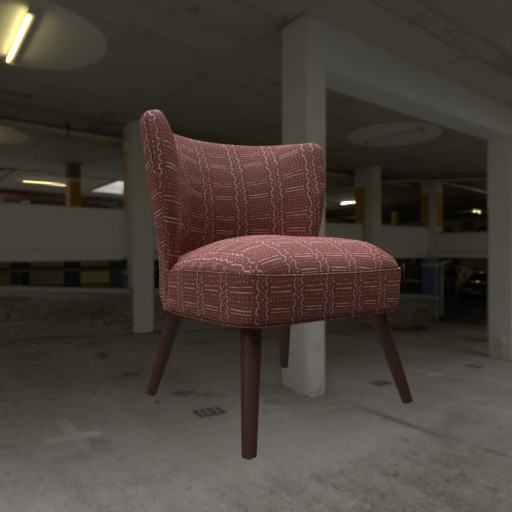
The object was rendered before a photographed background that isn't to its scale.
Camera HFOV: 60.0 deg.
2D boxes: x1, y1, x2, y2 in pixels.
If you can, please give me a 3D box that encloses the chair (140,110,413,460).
[{"bbox_3d":[0.000,0.000,1.414,0.706,0.866,0.758,0,0,-38],"label":"chair"}]
